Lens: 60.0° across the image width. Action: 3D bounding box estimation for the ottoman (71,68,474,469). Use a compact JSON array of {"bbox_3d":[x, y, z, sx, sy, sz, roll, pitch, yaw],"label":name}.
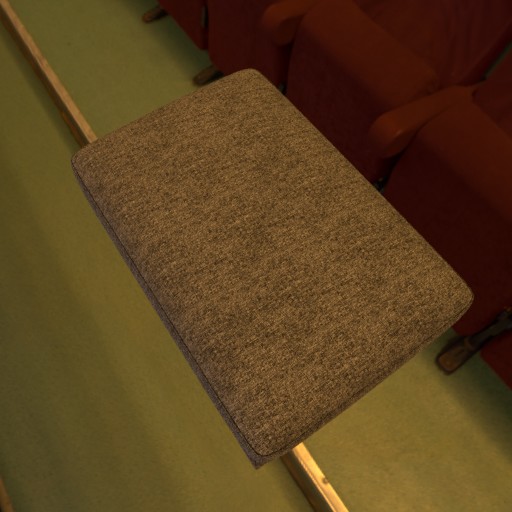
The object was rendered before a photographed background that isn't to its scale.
[{"bbox_3d":[0.000,0.000,1.167,0.584,0.483,0.864,-32,68,-15],"label":"ottoman"}]
